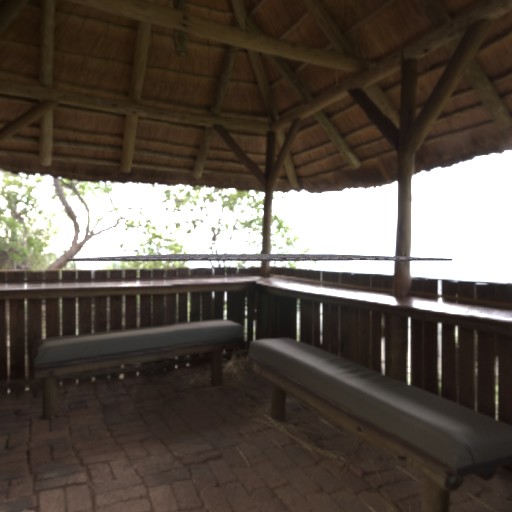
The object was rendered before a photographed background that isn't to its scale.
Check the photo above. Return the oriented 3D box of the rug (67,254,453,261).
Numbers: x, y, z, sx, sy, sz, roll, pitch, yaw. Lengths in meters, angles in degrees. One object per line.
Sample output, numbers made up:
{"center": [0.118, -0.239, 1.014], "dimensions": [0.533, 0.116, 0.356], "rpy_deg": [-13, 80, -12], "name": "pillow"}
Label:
{"center": [0.000, 0.000, 2.953], "dimensions": [1.517, 0.011, 2.435], "rpy_deg": [0, 1, -1], "name": "rug"}
